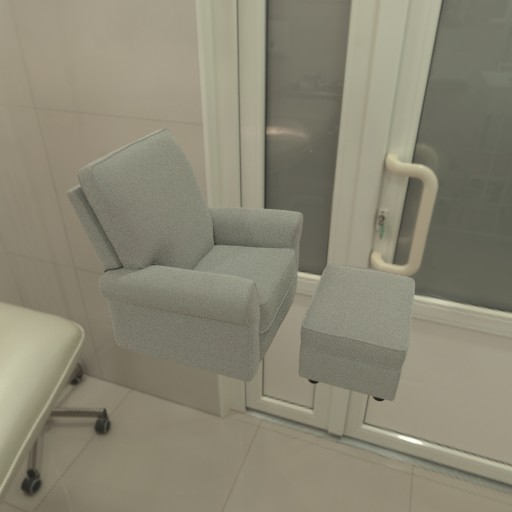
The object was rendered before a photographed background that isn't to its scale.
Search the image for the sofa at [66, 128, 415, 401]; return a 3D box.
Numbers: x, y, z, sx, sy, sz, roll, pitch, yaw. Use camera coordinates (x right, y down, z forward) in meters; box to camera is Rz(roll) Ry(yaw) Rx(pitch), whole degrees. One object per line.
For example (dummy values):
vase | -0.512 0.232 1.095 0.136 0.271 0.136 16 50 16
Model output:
sofa | 0.000 0.000 2.104 1.478 0.959 0.880 11 33 17
